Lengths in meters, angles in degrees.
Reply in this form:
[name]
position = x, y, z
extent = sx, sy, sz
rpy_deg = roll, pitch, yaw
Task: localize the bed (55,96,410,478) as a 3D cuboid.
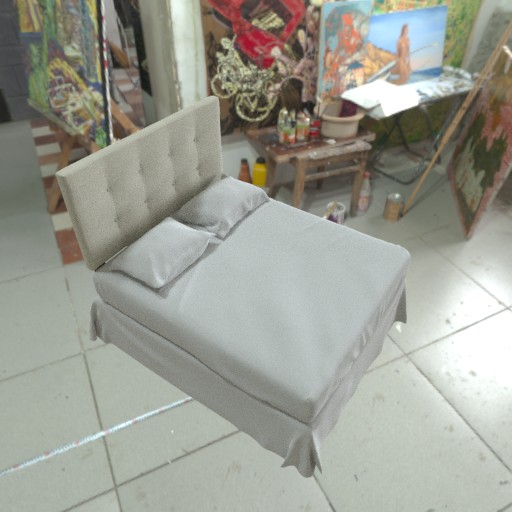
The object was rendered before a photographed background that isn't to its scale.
[bed]
position = 0.000, 0.000, 3.434
extent = 2.222, 1.577, 1.936
rpy_deg = 24, 46, 25
